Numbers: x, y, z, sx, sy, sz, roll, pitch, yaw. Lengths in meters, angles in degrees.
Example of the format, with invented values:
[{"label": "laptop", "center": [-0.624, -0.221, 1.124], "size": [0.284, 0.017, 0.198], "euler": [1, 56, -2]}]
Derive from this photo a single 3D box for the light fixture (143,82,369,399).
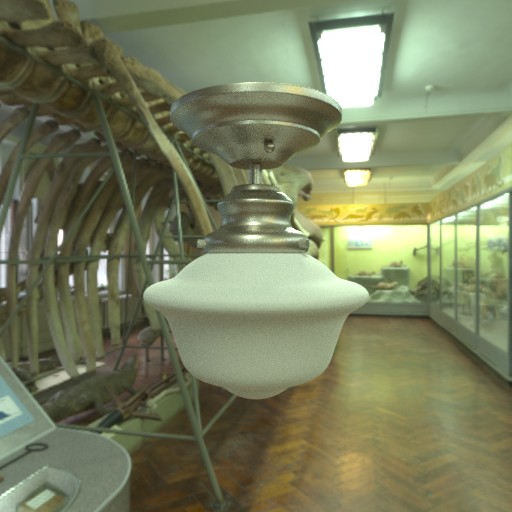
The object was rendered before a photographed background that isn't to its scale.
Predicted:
[{"label": "light fixture", "center": [0.000, 0.000, 0.399], "size": [0.199, 0.254, 0.199], "euler": [0, 0, 0]}]
